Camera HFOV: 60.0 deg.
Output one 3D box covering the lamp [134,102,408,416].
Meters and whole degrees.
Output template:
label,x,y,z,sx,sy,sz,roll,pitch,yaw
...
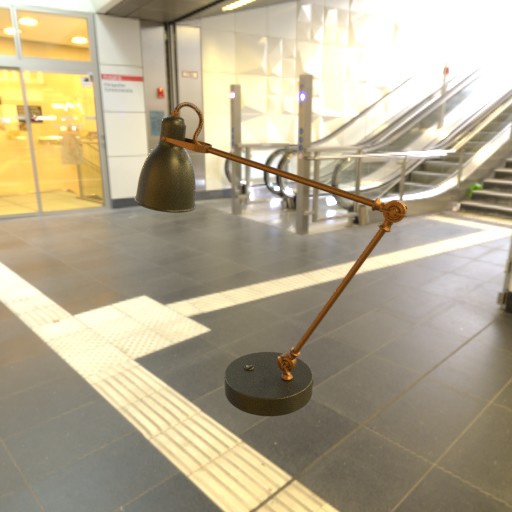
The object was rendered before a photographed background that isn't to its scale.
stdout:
label,x,y,z,sx,sy,sz,roll,pitch,yaw
lamp,0.000,0.000,0.879,0.561,0.587,0.187,8,18,26
